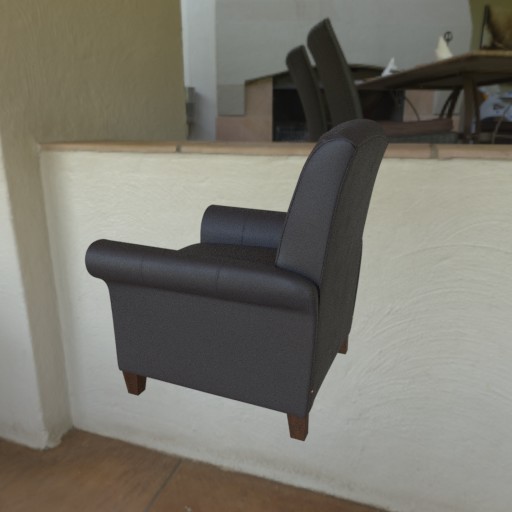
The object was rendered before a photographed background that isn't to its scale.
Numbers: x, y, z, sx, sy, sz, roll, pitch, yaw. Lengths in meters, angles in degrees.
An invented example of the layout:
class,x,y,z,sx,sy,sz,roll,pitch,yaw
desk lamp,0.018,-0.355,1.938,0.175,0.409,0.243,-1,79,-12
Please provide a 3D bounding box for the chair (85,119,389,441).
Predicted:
class,x,y,z,sx,sy,sz,roll,pitch,yaw
chair,0.000,0.000,1.810,0.902,1.061,0.978,7,17,22
